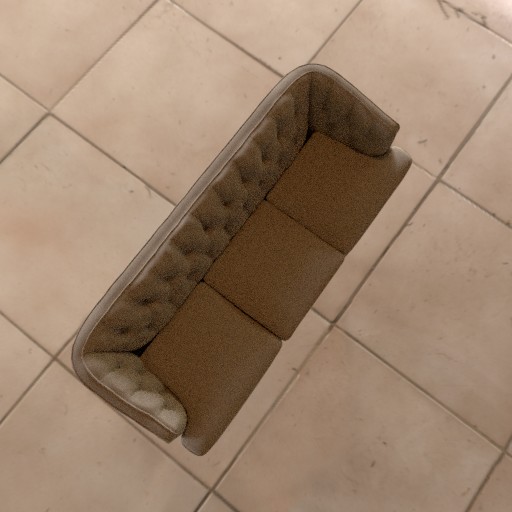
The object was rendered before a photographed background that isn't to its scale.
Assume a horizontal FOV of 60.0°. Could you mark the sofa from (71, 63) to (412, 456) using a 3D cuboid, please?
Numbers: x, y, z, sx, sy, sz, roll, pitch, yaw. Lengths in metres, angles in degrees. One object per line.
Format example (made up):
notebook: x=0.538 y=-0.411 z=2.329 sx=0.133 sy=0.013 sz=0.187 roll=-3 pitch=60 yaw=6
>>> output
sofa: x=0.000 y=0.000 z=2.775 sx=0.941 sy=0.855 sz=2.278 roll=36 pitch=80 yaw=7
